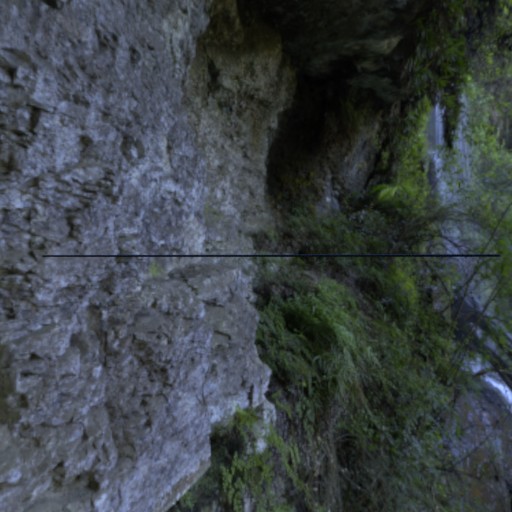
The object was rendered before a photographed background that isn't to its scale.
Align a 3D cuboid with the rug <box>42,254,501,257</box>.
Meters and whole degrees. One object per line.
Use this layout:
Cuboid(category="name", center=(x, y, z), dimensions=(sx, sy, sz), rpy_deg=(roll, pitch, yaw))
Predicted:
Cuboid(category="rug", center=(0.000, 0.000, 2.629), dimensions=(2.448, 0.012, 0.769), rpy_deg=(0, 0, 18))
